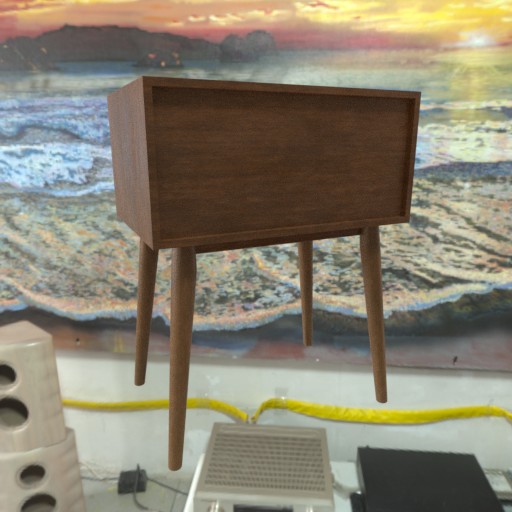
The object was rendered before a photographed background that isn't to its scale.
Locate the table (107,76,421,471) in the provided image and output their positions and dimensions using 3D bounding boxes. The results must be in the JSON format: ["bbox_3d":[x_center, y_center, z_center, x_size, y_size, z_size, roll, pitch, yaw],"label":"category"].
[{"bbox_3d":[0.000,0.000,0.841,0.454,0.580,0.307,-7,17,-25],"label":"table"}]
